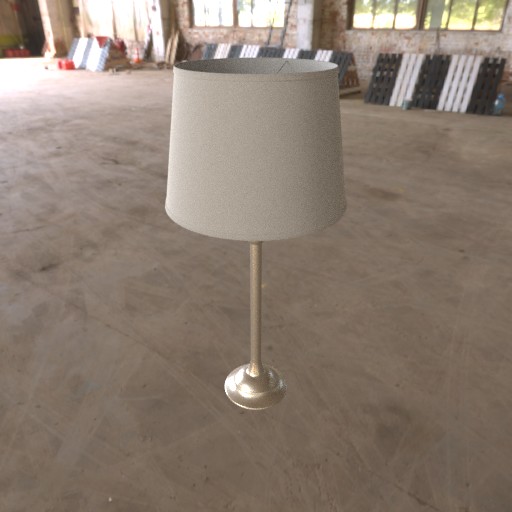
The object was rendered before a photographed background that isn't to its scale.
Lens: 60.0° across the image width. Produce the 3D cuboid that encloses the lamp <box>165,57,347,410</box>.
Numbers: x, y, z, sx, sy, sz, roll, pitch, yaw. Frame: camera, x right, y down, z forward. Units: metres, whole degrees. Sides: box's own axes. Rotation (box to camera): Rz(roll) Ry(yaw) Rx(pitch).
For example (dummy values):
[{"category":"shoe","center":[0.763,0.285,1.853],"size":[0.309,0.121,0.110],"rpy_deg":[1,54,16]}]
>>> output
[{"category":"lamp","center":[0.000,0.000,0.877],"size":[0.331,0.698,0.331],"rpy_deg":[0,29,0]}]
